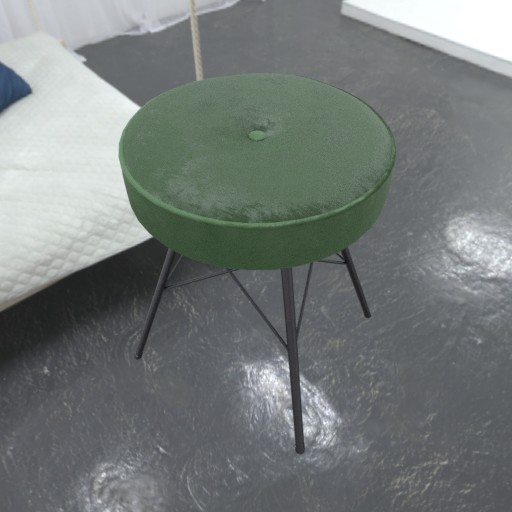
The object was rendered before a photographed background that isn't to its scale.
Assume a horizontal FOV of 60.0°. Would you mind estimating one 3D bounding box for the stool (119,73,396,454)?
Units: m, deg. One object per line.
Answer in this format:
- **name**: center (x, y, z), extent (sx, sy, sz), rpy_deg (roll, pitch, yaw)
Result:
- **stool**: center (0.000, 0.000, 0.897), extent (0.457, 0.595, 0.430), rpy_deg (23, 51, 20)
